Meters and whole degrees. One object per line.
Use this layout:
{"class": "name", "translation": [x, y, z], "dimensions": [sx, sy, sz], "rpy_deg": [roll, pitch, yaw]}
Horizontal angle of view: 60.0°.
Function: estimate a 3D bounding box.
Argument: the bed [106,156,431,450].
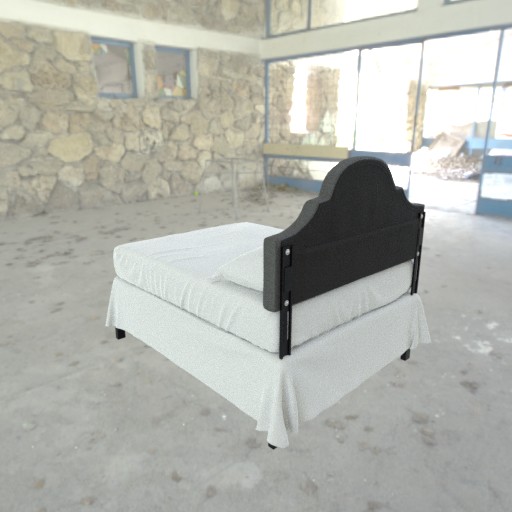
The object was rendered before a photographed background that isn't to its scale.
{"class": "bed", "translation": [0.000, 0.000, 3.539], "dimensions": [1.780, 1.634, 2.222], "rpy_deg": [-14, 21, -41]}
